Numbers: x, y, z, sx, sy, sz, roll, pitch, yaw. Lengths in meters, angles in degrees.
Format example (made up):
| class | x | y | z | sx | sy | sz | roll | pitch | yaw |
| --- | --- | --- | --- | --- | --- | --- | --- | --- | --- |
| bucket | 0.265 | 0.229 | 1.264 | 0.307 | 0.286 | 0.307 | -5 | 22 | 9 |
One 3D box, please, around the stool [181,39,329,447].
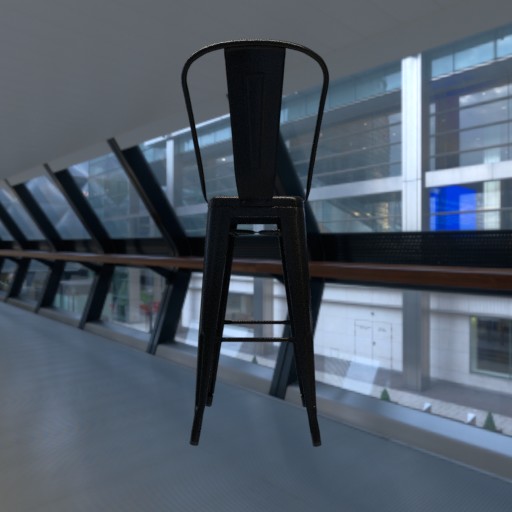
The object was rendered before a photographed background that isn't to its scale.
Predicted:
| class | x | y | z | sx | sy | sz | roll | pitch | yaw |
| --- | --- | --- | --- | --- | --- | --- | --- | --- | --- |
| stool | 0.000 | 0.000 | 1.371 | 0.399 | 1.096 | 0.513 | 0 | 0 | 1 |
